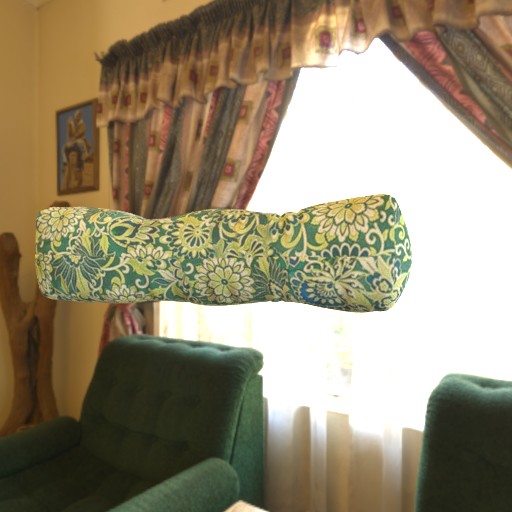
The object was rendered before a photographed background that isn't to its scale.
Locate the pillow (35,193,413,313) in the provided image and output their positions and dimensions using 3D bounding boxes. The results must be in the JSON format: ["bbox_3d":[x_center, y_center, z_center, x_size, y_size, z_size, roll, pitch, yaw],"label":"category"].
[{"bbox_3d":[0.000,0.000,0.717,0.468,0.128,0.490,0,0,18],"label":"pillow"}]
